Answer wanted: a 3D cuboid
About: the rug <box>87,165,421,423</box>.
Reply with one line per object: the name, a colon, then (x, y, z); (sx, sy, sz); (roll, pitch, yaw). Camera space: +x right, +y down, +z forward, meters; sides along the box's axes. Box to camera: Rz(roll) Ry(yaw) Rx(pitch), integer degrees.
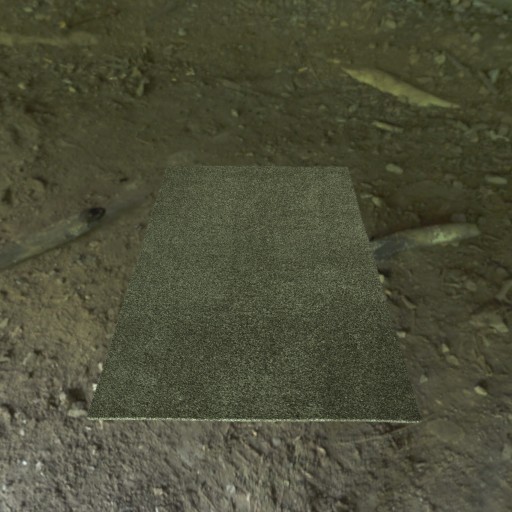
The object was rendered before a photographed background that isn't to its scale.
rug: (0.000, 0.000, 3.400); (1.802, 0.026, 2.699); (0, 41, 0)
